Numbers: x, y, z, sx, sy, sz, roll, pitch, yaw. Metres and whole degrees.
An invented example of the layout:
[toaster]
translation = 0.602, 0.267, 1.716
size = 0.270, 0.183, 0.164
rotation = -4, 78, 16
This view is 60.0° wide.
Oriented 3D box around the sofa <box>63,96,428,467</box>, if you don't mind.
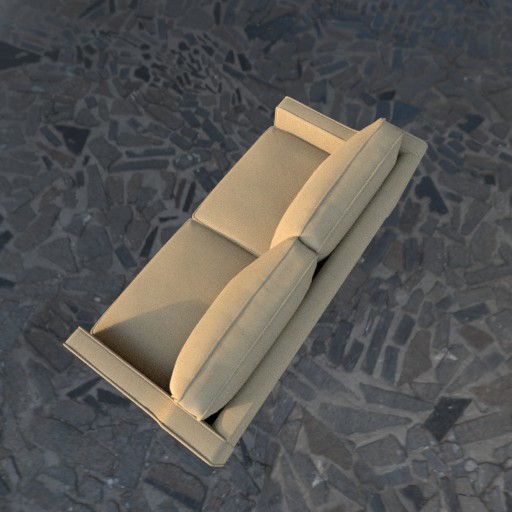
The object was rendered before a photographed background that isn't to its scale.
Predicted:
[sofa]
translation = 0.000, 0.000, 2.773
size = 1.066, 1.071, 2.178
rotation = 32, 69, 14
